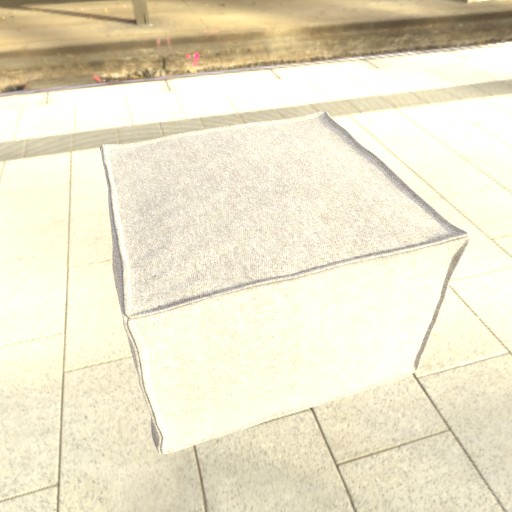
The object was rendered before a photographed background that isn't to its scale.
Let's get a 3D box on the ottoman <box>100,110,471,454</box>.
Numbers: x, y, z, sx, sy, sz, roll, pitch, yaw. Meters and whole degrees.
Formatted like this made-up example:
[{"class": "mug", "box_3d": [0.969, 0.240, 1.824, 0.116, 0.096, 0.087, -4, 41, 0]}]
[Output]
[{"class": "ottoman", "box_3d": [0.000, 0.000, 1.157, 0.707, 0.470, 0.696, -12, 42, -14]}]
